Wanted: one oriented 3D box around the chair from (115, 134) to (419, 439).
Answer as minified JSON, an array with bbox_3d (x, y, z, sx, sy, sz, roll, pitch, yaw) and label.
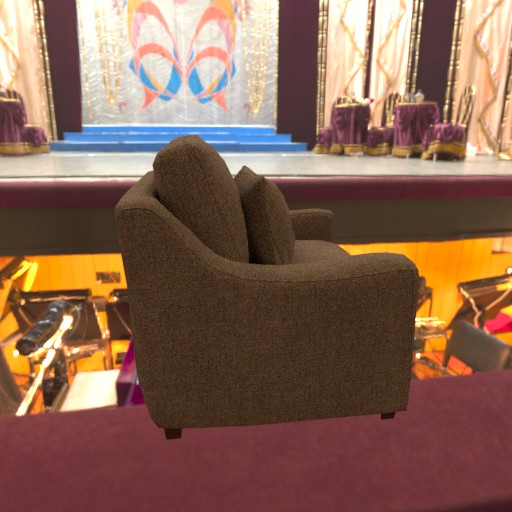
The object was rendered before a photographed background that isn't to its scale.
[{"bbox_3d":[0.000,0.000,1.977,1.009,1.037,1.138,-2,16,-8],"label":"chair"}]
